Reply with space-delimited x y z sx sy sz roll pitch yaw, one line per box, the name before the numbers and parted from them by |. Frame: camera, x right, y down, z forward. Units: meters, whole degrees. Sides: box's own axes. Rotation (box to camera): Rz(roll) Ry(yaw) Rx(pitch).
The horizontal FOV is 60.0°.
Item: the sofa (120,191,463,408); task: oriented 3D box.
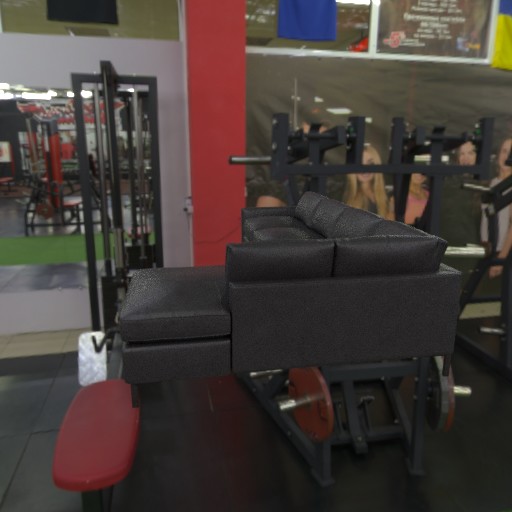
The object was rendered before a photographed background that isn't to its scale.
sofa | 0.000 0.000 3.823 1.938 0.877 2.984 -2 14 -10
